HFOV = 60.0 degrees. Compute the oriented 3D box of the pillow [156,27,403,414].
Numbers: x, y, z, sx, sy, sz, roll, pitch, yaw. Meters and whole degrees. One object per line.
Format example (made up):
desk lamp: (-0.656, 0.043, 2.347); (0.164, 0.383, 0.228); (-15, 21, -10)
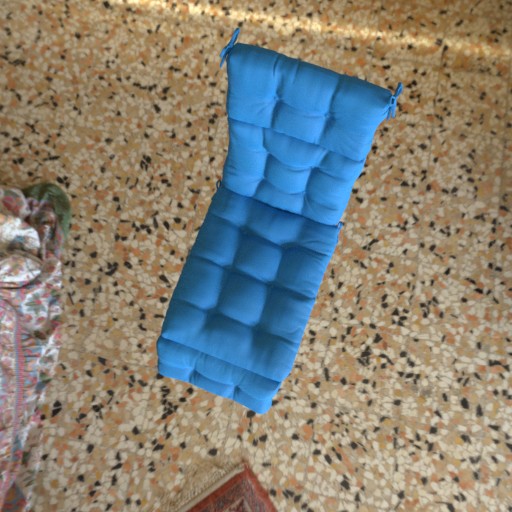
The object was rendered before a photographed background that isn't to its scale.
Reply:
pillow: (0.000, 0.000, 1.505); (0.526, 0.863, 1.016); (20, 77, 5)
